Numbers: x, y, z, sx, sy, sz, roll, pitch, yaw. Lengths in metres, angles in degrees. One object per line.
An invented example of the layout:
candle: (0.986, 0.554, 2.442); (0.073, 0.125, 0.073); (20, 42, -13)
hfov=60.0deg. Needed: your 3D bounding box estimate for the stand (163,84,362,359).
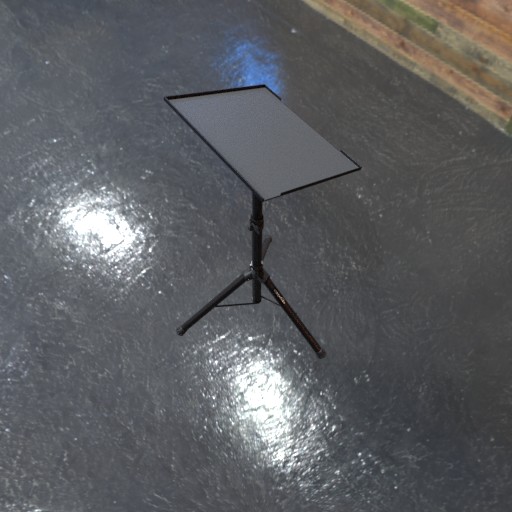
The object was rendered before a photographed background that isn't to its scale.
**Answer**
stand: (0.000, 0.000, 1.669); (0.702, 1.198, 0.702); (-33, 64, -18)
